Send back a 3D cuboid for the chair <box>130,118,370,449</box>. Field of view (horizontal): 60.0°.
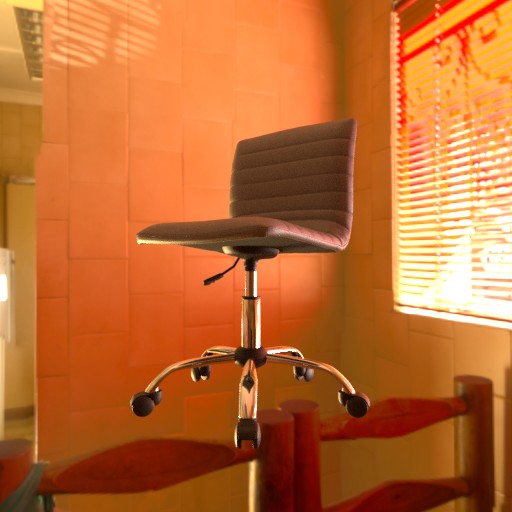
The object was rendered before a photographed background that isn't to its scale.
[{"bbox_3d":[0.000,0.000,1.148,0.569,0.750,0.542,0,-1,37],"label":"chair"}]
